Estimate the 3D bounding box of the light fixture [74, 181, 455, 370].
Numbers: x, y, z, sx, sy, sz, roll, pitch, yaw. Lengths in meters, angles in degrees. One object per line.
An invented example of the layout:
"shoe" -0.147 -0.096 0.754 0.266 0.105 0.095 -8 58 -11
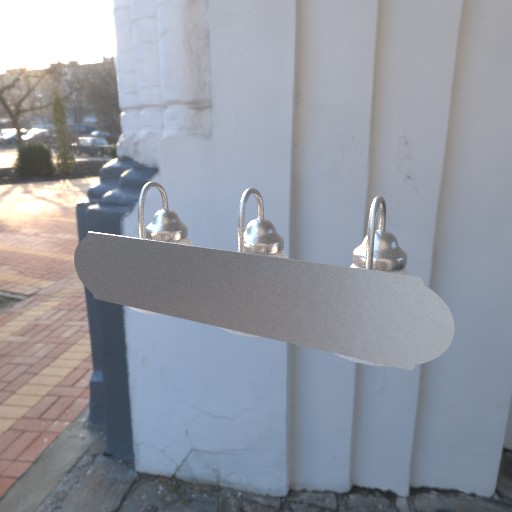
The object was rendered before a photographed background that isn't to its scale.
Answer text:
"light fixture" 0.000 0.000 0.716 0.610 0.222 0.199 8 17 26
